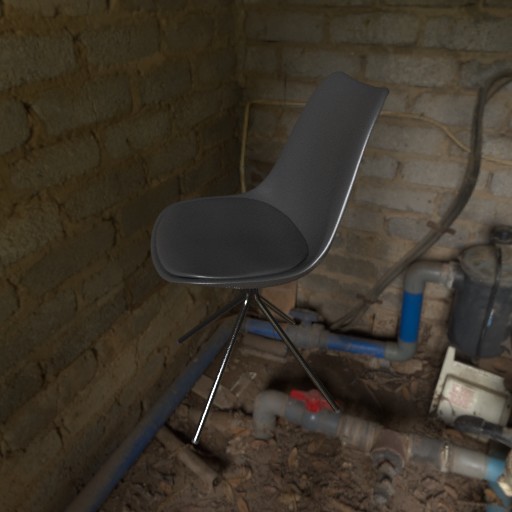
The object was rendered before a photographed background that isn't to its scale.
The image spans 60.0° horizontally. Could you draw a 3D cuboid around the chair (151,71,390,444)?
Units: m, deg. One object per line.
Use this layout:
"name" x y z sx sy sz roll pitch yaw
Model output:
"chair" 0.000 0.000 1.156 0.525 0.850 0.461 -7 31 -12
